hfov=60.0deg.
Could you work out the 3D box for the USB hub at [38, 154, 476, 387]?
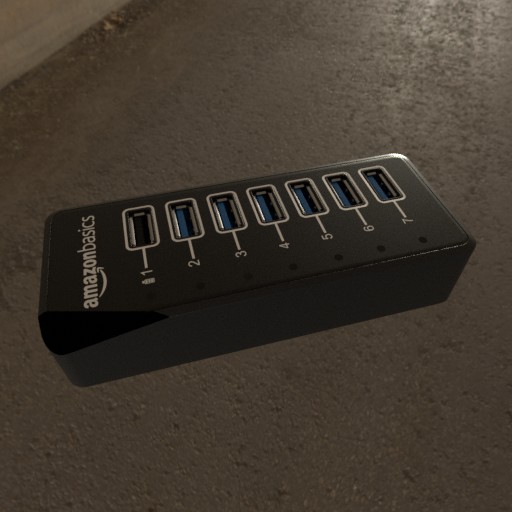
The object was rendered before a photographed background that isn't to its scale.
[{"bbox_3d":[0.000,0.000,0.127,0.110,0.023,0.044,-11,49,-10],"label":"USB hub"}]
